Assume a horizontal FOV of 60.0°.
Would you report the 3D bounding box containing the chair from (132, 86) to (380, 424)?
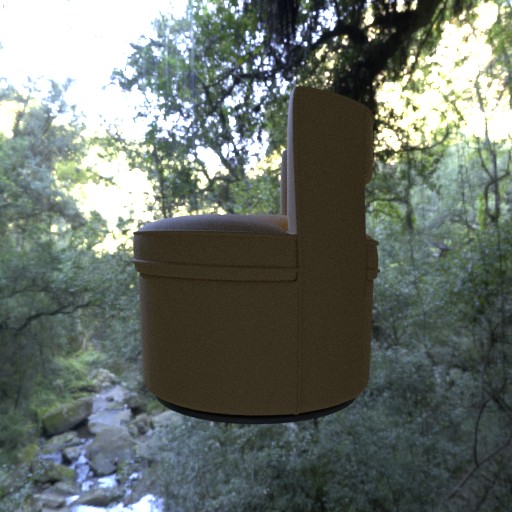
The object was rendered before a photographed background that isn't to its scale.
[{"bbox_3d":[0.000,0.000,1.222,0.665,0.723,0.650,0,0,2],"label":"chair"}]
